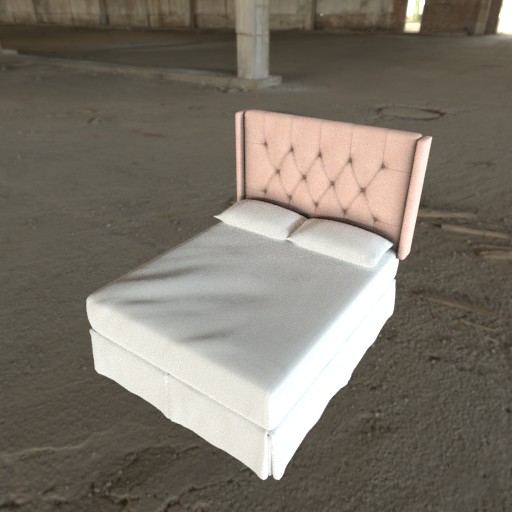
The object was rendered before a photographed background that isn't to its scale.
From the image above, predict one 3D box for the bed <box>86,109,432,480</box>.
[{"bbox_3d":[0.000,0.000,3.349,1.719,1.665,2.066,19,35,30],"label":"bed"}]
